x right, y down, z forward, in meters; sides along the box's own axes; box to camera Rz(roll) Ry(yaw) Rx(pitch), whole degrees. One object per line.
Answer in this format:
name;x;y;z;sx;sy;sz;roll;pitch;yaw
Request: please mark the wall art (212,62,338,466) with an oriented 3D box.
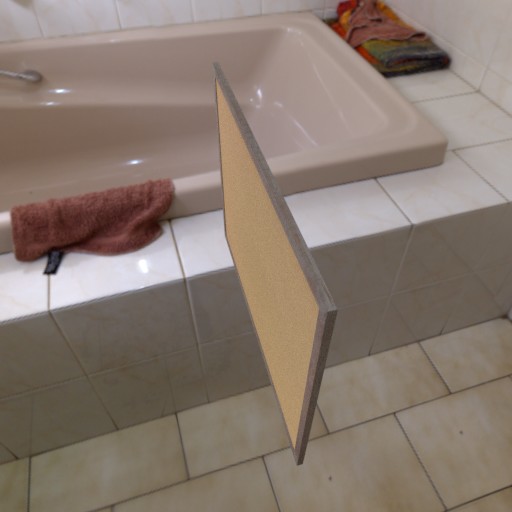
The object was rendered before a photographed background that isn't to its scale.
wall art;0.000;0.000;1.370;0.019;0.774;1.012;-11;48;-10
